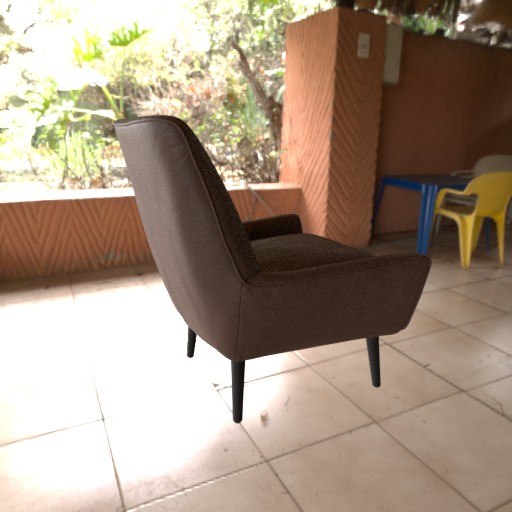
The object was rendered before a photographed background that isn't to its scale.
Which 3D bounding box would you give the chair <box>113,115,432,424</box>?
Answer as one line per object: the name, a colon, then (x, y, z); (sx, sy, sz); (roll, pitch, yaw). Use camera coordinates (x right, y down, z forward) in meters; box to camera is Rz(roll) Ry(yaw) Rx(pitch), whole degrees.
chair: (0.000, 0.000, 1.485); (0.824, 0.888, 0.787); (-8, 18, -26)
